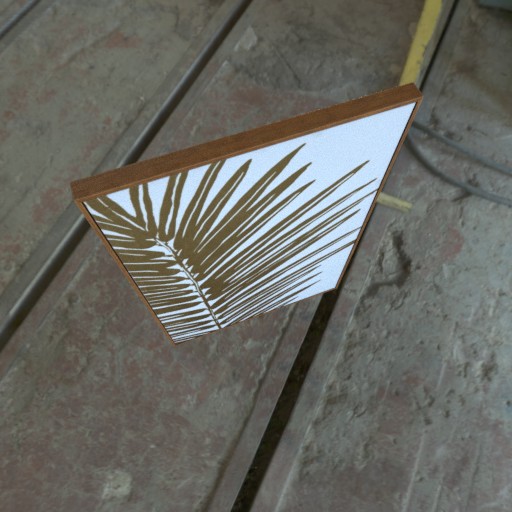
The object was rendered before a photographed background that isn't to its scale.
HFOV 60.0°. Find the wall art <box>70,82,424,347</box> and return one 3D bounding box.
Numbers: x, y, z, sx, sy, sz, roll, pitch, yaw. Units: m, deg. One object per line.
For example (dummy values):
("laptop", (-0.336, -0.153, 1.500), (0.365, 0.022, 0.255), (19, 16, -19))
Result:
("wall art", (0.000, 0.000, 1.145), (0.610, 0.914, 0.037), (-19, 66, -9))
